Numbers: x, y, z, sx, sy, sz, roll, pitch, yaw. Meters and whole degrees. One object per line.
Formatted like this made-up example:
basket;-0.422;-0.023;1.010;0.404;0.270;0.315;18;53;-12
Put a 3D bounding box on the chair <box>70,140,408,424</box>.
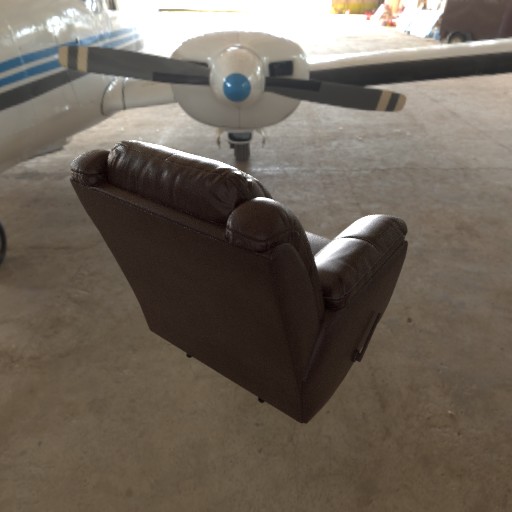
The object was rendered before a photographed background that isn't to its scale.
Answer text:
chair;0.000;0.000;1.895;0.990;1.093;1.041;22;37;32
